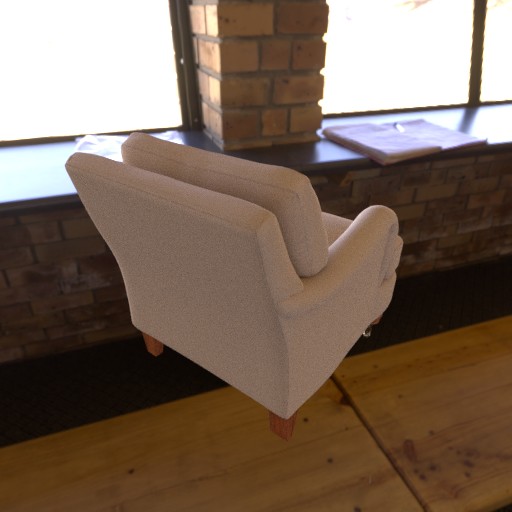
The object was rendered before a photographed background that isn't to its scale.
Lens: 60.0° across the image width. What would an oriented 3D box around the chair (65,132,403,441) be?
[{"bbox_3d":[0.000,0.000,1.885,0.955,1.038,1.070,21,36,33],"label":"chair"}]
